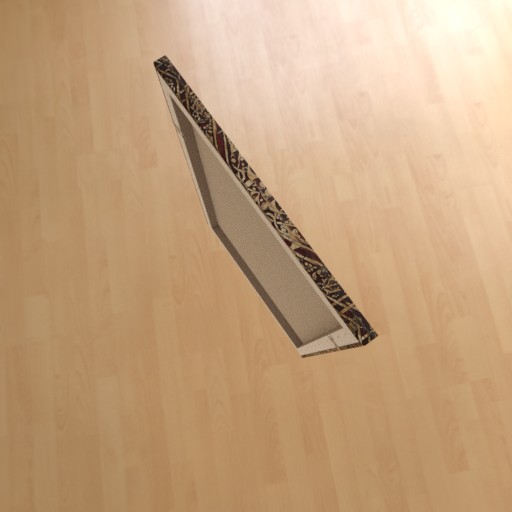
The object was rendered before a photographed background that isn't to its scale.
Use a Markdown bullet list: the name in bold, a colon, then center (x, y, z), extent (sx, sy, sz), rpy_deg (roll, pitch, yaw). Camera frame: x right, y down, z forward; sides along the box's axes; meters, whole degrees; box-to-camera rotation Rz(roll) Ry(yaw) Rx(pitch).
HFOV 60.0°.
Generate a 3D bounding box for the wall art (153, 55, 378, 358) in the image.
- **wall art**: center (0.000, 0.000, 0.769), extent (0.020, 0.599, 0.397), rpy_deg (-34, 78, -8)
